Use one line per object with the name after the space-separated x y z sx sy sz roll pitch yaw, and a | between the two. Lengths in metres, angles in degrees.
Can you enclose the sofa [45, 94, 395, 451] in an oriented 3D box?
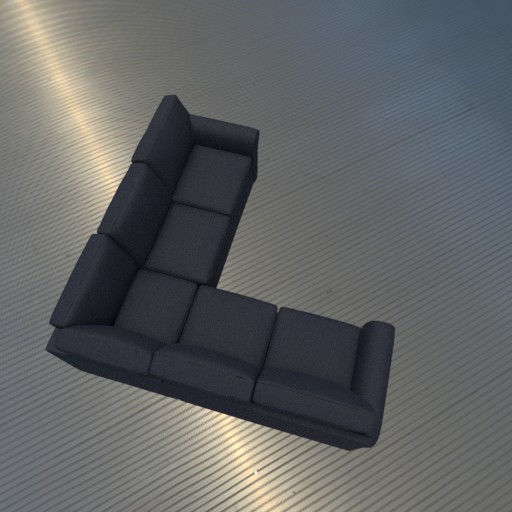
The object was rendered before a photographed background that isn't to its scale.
0.000 0.000 3.864 2.487 1.042 2.562 14 65 7 | sofa
